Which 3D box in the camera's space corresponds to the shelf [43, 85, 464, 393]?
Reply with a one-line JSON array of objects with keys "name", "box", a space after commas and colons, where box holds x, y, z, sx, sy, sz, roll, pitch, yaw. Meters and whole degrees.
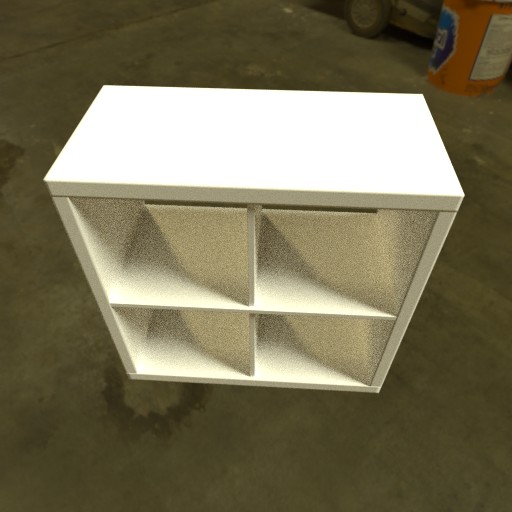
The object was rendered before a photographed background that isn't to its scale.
[{"name": "shelf", "box": [0.000, 0.000, 1.249, 0.790, 0.786, 0.390, 2, 47, 2]}]
